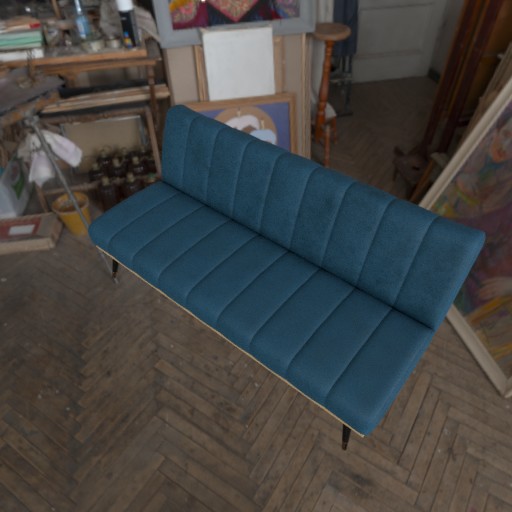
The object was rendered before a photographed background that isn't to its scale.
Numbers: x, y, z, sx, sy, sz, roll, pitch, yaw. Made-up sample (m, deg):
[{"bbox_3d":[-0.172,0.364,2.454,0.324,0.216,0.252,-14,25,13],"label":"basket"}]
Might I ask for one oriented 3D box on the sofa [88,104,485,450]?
[{"bbox_3d":[0.000,0.000,2.277,1.810,0.825,0.830,30,52,26],"label":"sofa"}]
